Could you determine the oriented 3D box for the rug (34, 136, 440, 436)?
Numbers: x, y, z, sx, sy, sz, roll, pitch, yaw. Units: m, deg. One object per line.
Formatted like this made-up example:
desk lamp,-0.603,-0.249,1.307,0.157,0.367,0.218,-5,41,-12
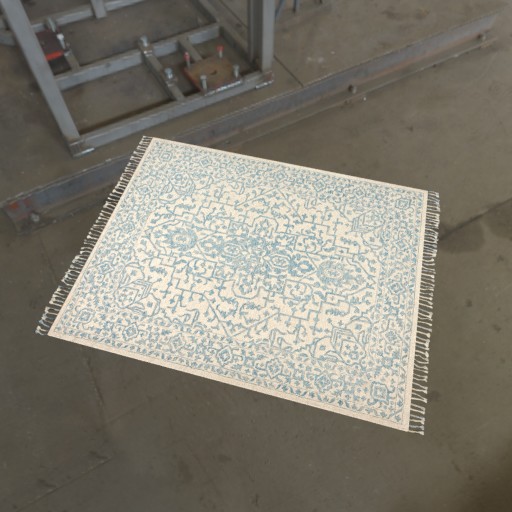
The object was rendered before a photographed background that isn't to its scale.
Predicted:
rug,0.000,0.000,4.197,3.327,0.010,2.464,13,60,8
